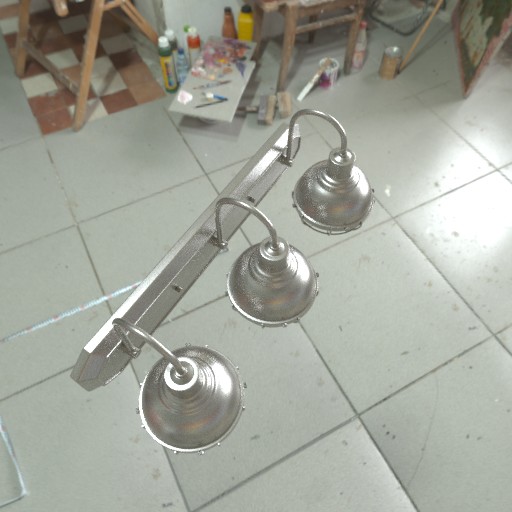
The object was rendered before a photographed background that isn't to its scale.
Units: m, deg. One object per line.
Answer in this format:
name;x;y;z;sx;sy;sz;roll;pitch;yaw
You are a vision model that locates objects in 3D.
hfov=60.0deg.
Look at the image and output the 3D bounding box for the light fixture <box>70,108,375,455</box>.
light fixture;0.000;0.000;0.746;0.229;0.254;0.634;28;62;17
